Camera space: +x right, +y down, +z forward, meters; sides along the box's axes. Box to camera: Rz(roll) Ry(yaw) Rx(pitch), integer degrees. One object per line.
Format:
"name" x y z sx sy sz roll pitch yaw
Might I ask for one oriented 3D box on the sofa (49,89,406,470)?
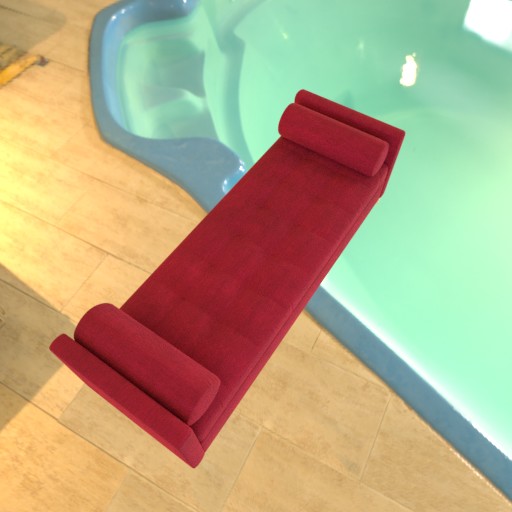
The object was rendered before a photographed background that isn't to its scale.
"sofa" 0.000 0.000 2.359 0.686 0.635 1.981 30 62 18
